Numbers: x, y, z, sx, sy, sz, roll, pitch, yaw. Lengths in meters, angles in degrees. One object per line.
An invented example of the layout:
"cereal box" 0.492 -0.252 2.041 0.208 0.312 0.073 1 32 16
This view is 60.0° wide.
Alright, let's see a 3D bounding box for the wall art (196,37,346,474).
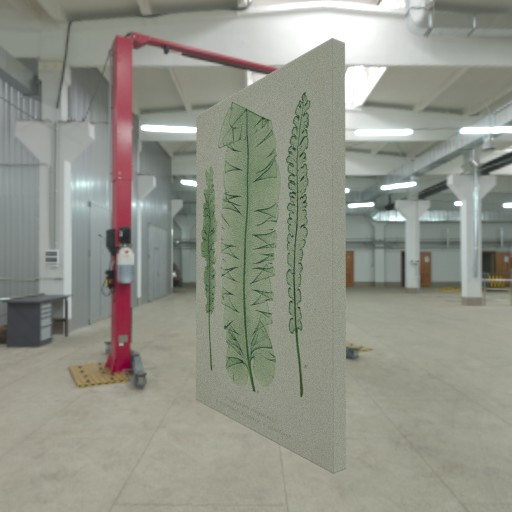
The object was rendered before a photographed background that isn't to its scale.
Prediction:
"wall art" 0.000 0.000 1.189 0.038 0.914 0.610 1 -1 -35
